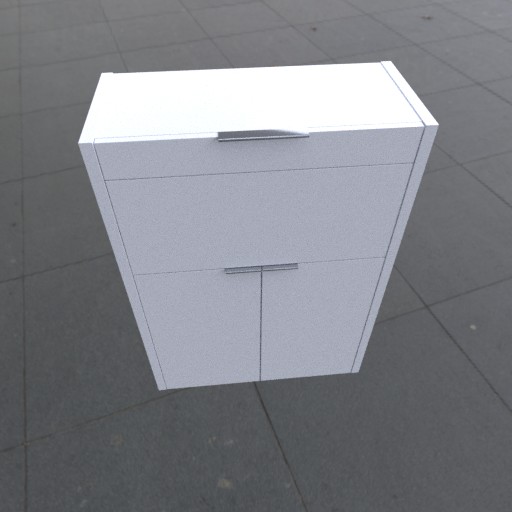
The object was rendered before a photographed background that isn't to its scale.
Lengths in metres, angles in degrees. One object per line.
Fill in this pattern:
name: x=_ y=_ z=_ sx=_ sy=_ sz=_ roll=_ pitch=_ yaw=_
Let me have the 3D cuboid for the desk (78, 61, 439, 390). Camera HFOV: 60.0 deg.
desk: x=0.000 y=0.000 z=1.590 sx=0.850 sy=1.190 sz=0.390 roll=-4 pitch=46 yaw=-4
